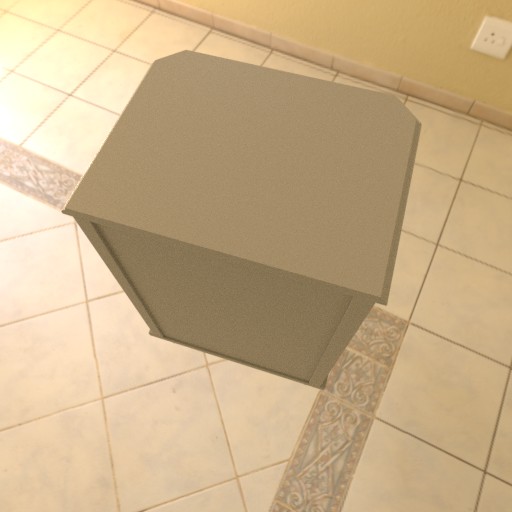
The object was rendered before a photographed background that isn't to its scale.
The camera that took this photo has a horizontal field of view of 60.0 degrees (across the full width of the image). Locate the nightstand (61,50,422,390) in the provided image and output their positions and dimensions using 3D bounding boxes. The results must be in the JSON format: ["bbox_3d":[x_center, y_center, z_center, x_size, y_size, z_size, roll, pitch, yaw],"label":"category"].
[{"bbox_3d":[0.000,0.000,0.942,0.450,0.680,0.350,16,64,8],"label":"nightstand"}]
